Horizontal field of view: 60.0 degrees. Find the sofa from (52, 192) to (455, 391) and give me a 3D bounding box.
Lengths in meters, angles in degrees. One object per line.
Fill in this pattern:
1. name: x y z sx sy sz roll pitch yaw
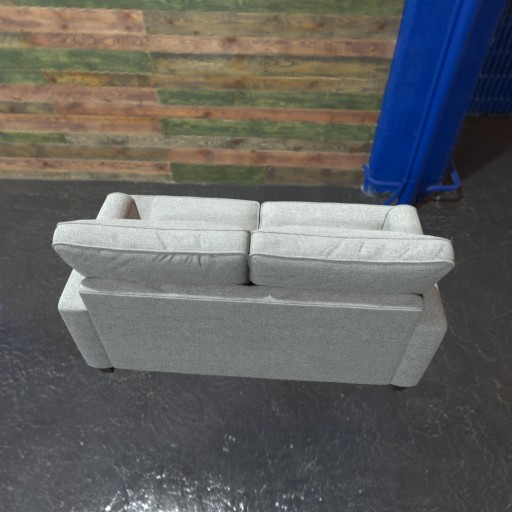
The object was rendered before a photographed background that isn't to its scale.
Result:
1. sofa: 0.000 0.000 2.221 1.651 0.965 0.965 3 47 3
